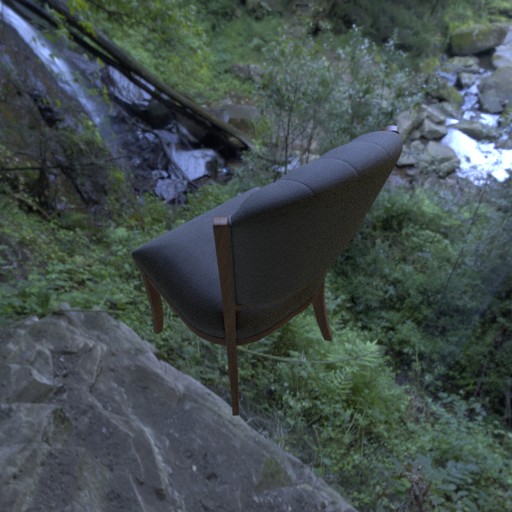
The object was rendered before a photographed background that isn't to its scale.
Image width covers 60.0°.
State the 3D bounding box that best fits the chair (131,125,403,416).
[{"bbox_3d":[0.000,0.000,1.258,0.513,0.905,0.584,-31,54,-26],"label":"chair"}]
